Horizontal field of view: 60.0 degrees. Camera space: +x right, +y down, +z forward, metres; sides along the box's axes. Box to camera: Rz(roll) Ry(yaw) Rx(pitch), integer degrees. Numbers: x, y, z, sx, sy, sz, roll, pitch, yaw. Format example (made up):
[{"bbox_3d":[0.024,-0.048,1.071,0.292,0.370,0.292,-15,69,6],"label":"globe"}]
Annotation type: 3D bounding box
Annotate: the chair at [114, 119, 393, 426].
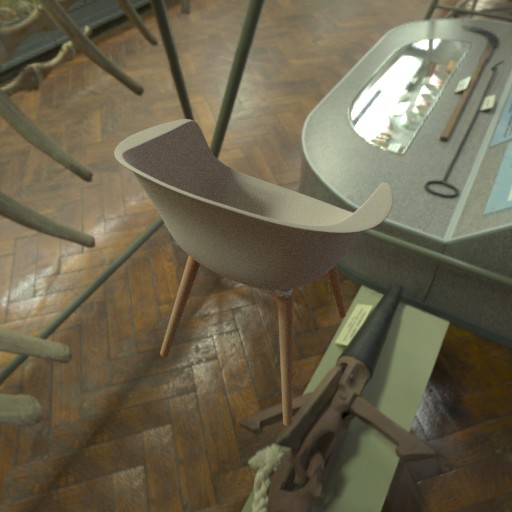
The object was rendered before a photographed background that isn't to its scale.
[{"bbox_3d":[0.000,0.000,1.158,0.593,0.781,0.504,23,51,20],"label":"chair"}]
